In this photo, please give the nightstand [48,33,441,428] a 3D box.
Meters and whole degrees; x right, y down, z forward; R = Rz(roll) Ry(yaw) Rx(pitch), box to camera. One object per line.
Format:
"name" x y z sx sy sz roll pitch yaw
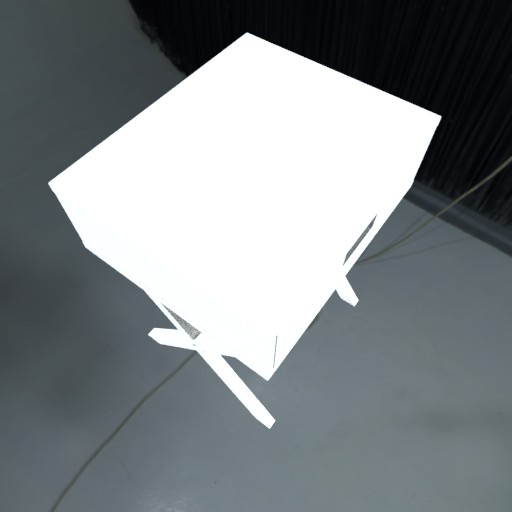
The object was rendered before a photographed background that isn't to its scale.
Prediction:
"nightstand" 0.000 0.000 0.948 0.402 0.623 0.479 32 63 19
